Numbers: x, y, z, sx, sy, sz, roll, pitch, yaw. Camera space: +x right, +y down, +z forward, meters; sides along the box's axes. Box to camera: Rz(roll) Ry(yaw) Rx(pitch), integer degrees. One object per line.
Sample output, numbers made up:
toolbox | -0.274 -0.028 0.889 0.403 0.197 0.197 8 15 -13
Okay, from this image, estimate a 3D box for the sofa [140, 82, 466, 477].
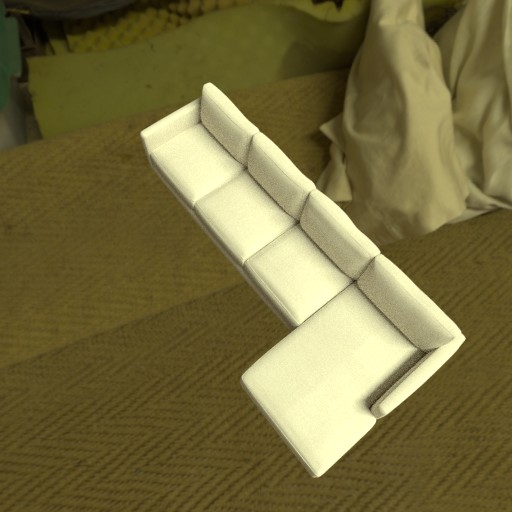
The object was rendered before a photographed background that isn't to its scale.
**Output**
sofa | 0.000 0.000 2.882 1.126 0.677 2.445 -36 70 -15
